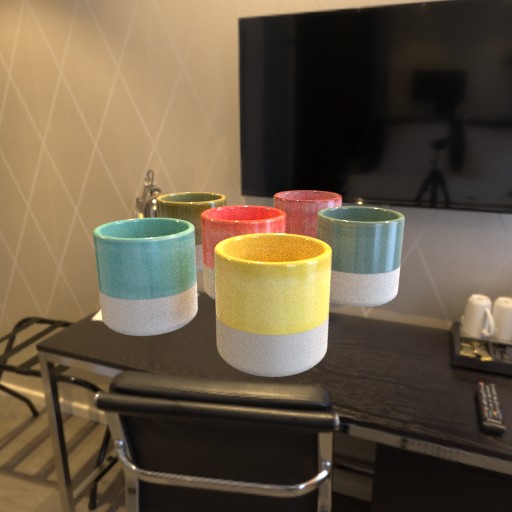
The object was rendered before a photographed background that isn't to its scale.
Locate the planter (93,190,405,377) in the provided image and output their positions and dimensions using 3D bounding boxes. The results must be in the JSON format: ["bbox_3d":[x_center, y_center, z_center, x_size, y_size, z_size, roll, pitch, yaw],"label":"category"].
[{"bbox_3d":[0.000,0.000,0.396,0.257,0.075,0.286,-2,17,-8],"label":"planter"}]
